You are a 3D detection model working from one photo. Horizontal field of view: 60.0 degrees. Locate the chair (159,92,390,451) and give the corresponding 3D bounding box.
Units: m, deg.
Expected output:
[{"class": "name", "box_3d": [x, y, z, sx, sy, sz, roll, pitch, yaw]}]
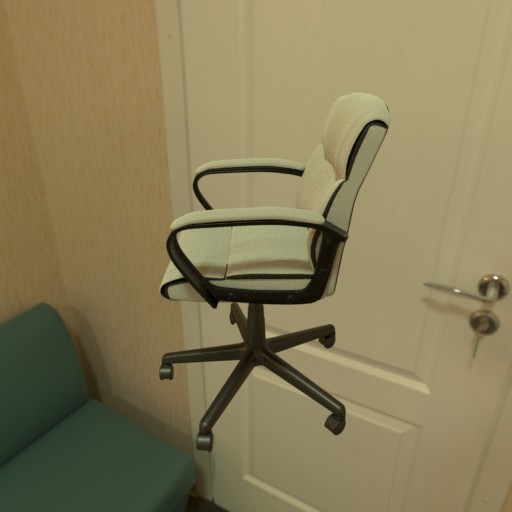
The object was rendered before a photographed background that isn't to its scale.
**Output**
[{"class": "chair", "box_3d": [0.000, 0.000, 1.463, 0.717, 1.004, 0.739, 0, 26, 1]}]
